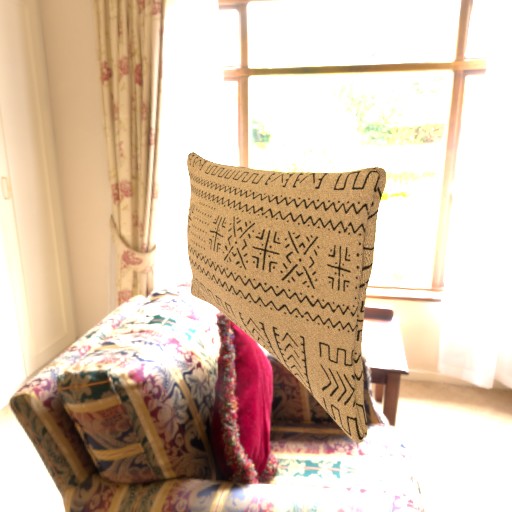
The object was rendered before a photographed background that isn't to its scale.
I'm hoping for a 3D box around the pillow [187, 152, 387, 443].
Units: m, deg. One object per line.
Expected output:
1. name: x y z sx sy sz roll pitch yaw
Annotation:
1. pillow: 0.000 0.000 0.802 0.188 0.352 0.637 -8 17 -27
